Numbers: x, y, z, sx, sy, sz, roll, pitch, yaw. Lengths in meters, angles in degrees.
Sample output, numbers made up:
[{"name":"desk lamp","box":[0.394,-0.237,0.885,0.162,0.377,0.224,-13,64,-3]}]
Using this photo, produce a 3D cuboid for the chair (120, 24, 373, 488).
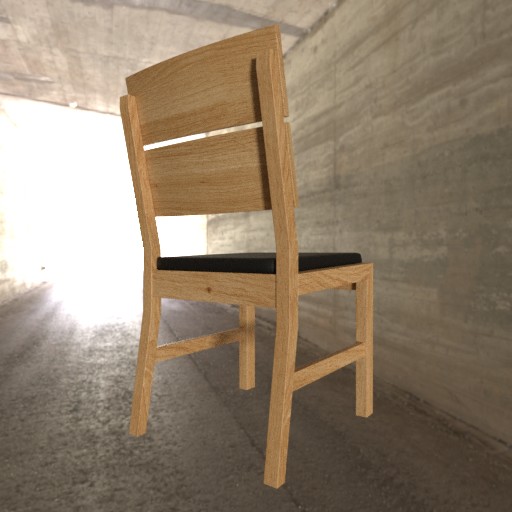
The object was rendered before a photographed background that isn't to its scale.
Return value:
[{"name":"chair","box":[0.000,0.000,1.251,0.475,0.950,0.569,0,1,36]}]
